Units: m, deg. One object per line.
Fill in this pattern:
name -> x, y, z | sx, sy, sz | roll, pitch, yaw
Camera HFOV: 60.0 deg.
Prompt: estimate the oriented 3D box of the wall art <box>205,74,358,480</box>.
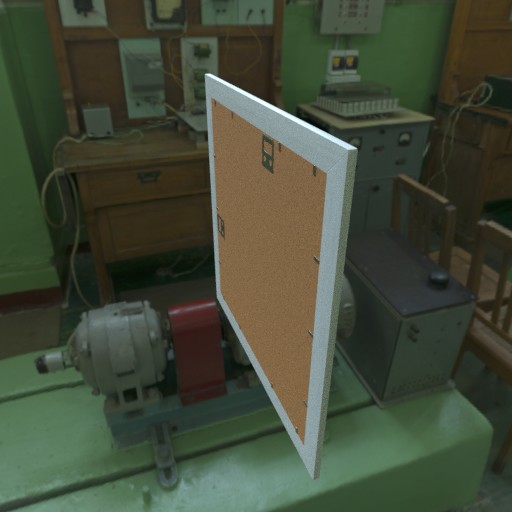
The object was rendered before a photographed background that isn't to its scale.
wall art -> 0.000, 0.000, 0.860 | 0.013, 0.584, 0.584 | -11, 32, -18
